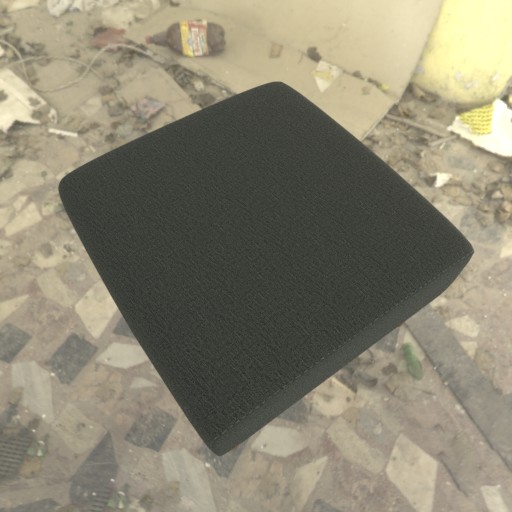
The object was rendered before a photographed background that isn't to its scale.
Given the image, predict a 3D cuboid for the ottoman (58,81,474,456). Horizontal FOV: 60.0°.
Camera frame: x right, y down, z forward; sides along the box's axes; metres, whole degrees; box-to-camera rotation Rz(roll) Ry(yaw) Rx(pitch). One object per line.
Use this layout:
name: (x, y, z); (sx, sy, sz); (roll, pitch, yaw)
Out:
ottoman: (0.000, 0.000, 1.041); (0.649, 0.398, 0.650); (-31, 62, -18)
